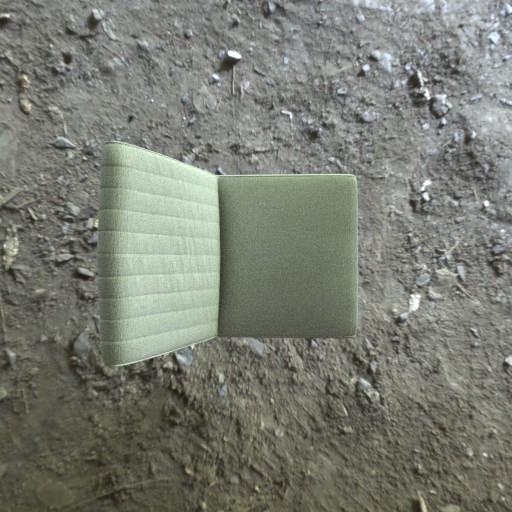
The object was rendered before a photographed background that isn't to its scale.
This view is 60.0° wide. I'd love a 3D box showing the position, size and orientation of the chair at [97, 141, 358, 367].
[{"bbox_3d":[0.000,0.000,1.252,0.594,0.900,0.480,0,89,0],"label":"chair"}]
